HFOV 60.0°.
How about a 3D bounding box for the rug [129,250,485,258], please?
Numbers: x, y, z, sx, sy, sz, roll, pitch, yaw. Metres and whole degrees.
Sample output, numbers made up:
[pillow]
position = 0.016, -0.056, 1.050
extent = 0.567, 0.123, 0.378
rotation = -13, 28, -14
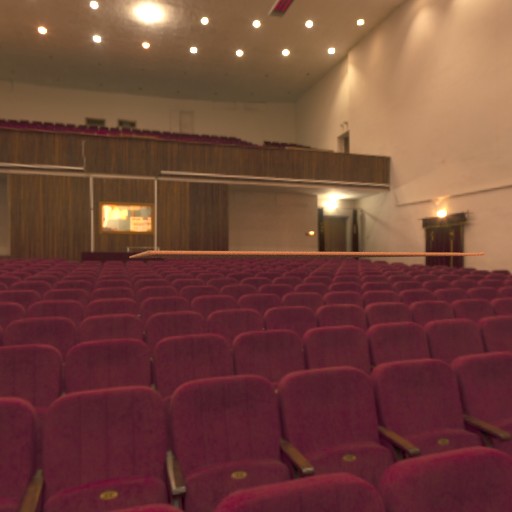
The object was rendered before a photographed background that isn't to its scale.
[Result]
[rug]
position = 0.000, 0.000, 2.901
extent = 1.532, 0.017, 2.244
rotation = 0, -1, -18
